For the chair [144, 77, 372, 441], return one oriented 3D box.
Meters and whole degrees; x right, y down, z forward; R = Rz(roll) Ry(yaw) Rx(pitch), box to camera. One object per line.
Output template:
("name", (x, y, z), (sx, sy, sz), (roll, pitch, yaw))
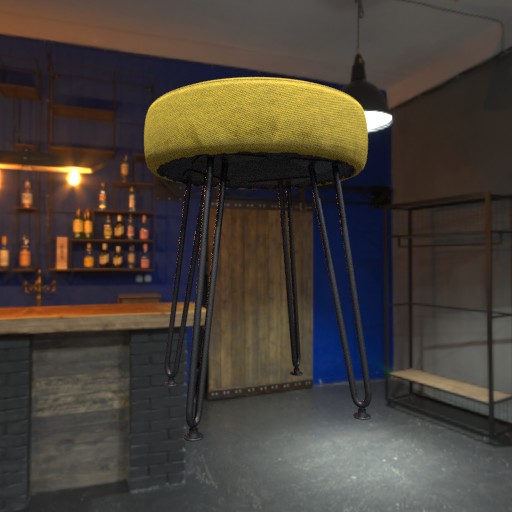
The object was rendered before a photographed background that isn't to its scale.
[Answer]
("chair", (0.000, 0.000, 0.705), (0.345, 0.455, 0.345), (0, 0, -17))
